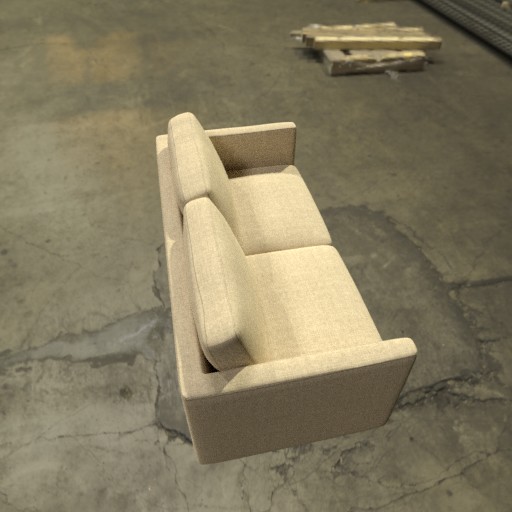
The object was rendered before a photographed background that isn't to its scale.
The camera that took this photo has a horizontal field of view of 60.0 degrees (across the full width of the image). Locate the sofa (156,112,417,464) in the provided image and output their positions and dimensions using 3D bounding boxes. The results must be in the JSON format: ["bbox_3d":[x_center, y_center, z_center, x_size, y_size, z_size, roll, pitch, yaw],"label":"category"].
[{"bbox_3d":[0.000,0.000,2.466,0.950,0.963,1.884,-9,46,-8],"label":"sofa"}]
